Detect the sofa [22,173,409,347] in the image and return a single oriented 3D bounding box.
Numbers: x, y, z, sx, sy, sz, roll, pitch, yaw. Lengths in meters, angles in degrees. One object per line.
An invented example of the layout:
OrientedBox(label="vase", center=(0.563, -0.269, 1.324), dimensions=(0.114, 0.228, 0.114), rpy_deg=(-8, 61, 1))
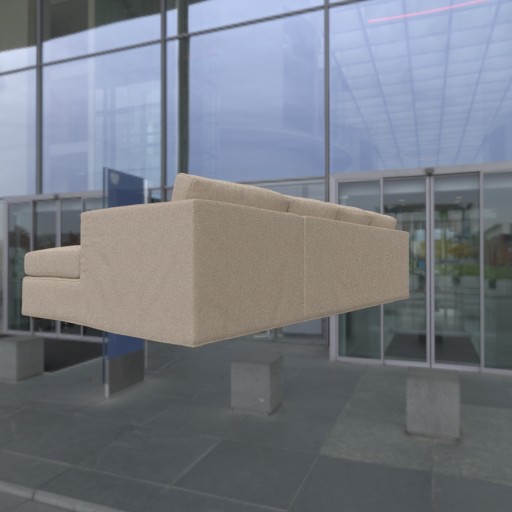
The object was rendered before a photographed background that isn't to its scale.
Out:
OrientedBox(label="sofa", center=(0.000, 0.000, 3.790), dimensions=(1.622, 0.867, 3.177), rpy_deg=(0, 0, 36))
